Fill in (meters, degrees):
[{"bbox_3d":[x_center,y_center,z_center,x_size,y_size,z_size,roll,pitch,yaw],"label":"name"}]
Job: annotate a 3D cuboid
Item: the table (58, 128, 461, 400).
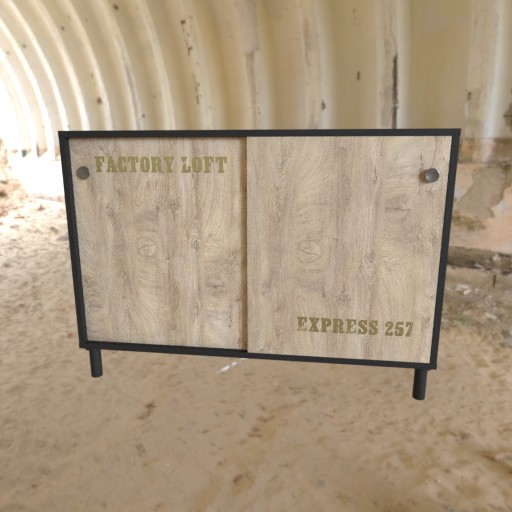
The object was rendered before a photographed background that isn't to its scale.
[{"bbox_3d":[0.000,0.000,1.587,1.200,0.855,0.400,2,14,7],"label":"table"}]
